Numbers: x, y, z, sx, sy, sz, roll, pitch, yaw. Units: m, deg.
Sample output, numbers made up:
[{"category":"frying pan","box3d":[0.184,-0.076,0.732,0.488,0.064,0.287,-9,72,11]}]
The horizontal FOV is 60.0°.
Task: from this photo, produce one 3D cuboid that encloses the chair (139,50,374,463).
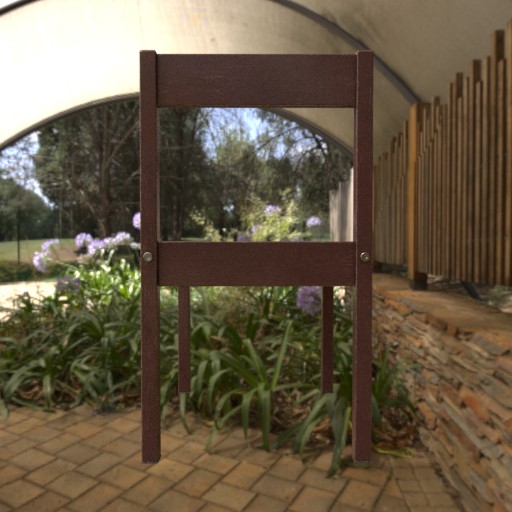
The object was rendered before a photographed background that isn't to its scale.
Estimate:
[{"category":"chair","box3d":[0.000,0.000,0.682,0.285,0.505,0.285,0,1,0]}]
